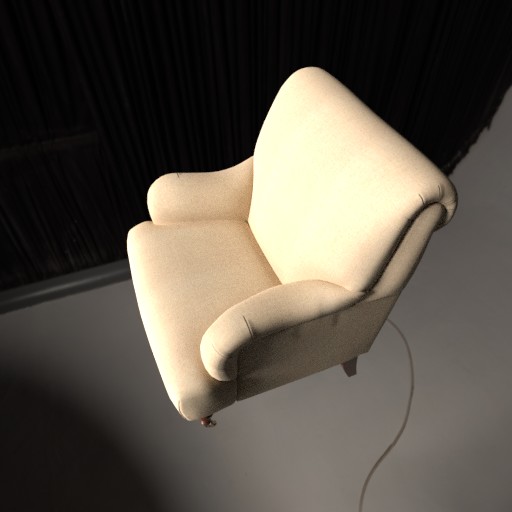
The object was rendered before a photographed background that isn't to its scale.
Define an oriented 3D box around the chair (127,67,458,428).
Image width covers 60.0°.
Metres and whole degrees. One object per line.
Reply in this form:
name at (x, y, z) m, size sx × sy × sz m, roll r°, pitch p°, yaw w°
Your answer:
chair at (0.000, 0.000, 1.520) m, size 0.842 × 0.944 × 0.766 m, roll -16°, pitch 49°, yaw -15°
